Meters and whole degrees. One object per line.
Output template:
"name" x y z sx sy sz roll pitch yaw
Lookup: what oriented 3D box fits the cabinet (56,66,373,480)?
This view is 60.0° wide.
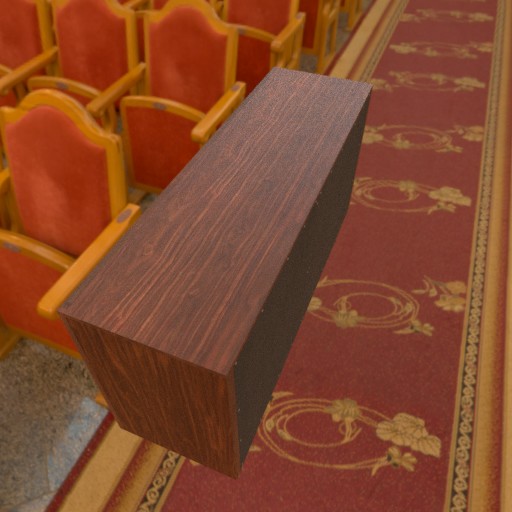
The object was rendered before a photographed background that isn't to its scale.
"cabinet" 0.000 0.000 1.920 0.505 0.940 1.575 17 49 15
